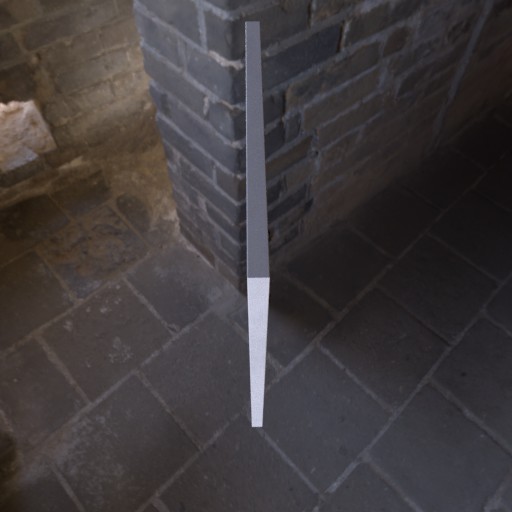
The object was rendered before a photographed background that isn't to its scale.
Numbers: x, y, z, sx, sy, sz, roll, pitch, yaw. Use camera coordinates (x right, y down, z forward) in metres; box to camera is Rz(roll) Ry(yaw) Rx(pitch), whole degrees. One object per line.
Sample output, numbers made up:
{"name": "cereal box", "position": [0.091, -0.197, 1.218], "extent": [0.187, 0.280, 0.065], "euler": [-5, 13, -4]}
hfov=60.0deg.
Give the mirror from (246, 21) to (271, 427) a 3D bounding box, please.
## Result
{"name": "mirror", "position": [0.000, 0.000, 1.343], "extent": [0.041, 1.016, 0.762], "euler": [-1, 56, -1]}
